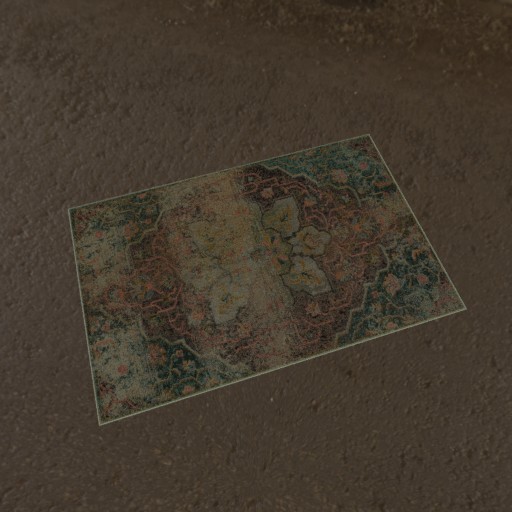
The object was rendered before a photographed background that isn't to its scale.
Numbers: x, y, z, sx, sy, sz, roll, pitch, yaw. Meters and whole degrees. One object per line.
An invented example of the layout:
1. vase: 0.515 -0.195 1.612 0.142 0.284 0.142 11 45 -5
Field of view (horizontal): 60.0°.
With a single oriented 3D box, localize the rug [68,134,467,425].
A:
1. rug: 0.000 0.000 2.995 2.363 0.004 1.566 -15 64 -7
